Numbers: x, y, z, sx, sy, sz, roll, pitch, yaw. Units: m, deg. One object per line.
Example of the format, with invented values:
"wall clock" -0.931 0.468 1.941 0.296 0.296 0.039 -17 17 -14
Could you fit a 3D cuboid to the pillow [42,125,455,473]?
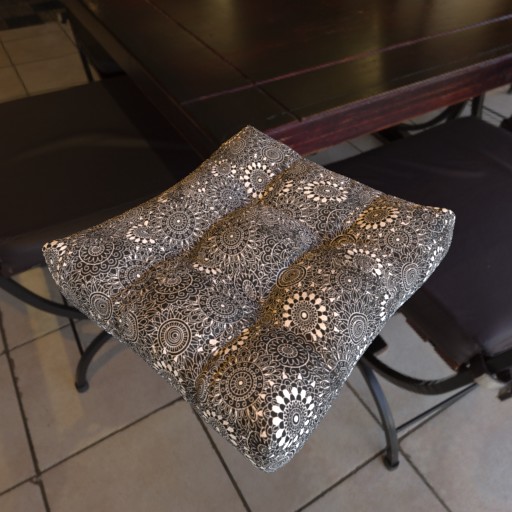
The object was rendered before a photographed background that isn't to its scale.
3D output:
"pillow" 0.000 0.000 0.717 0.468 0.128 0.490 31 54 26
